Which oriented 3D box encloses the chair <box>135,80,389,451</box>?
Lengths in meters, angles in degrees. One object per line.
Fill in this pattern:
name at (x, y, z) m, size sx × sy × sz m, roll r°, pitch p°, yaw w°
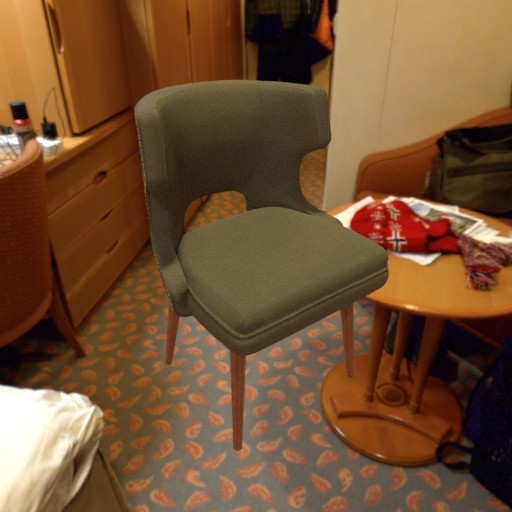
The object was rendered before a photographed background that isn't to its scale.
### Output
chair at (0.000, 0.000, 1.255) m, size 0.595 × 0.863 × 0.581 m, roll -21°, pitch 36°, yaw -31°
